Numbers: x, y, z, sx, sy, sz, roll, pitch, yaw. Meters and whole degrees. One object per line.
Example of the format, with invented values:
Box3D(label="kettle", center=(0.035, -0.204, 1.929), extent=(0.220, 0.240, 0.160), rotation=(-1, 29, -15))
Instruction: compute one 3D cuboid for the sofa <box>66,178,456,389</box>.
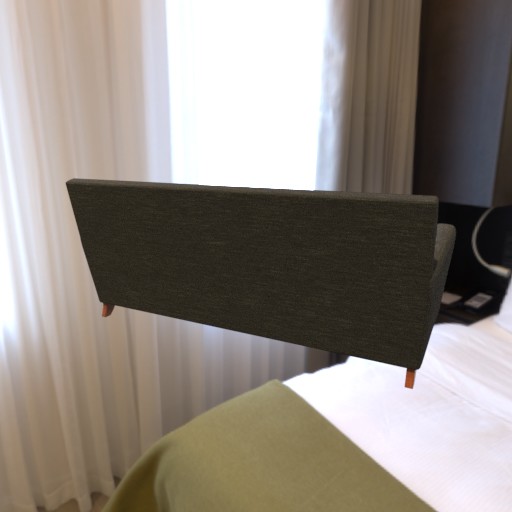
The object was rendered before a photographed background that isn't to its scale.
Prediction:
Box3D(label="sofa", center=(0.000, 0.000, 2.480), extent=(1.976, 0.846, 0.875), rotation=(7, 16, 26))
